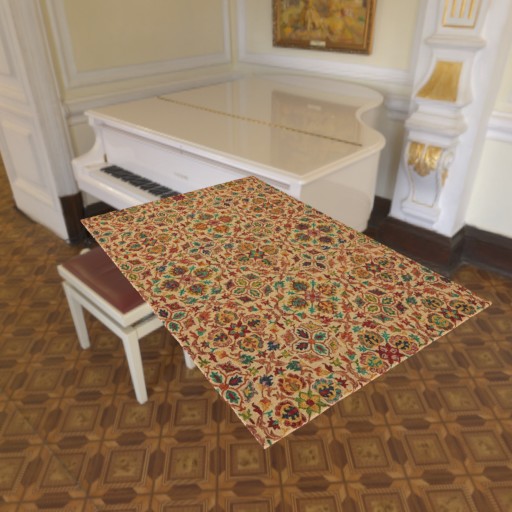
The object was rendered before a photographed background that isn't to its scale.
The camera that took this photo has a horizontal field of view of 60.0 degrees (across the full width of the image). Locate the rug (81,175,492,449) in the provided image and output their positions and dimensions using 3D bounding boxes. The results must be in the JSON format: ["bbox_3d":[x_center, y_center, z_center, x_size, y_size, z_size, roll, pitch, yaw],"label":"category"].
[{"bbox_3d":[0.000,0.000,2.839,1.541,0.018,2.297,-20,37,-29],"label":"rug"}]
